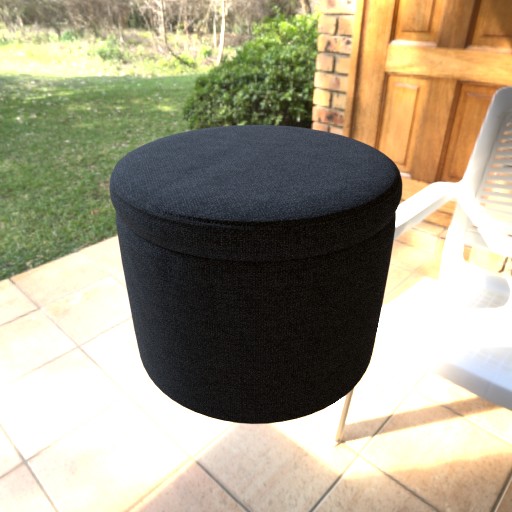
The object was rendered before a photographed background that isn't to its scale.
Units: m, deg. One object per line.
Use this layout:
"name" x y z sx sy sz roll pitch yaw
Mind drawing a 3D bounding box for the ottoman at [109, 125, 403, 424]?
"ottoman" 0.000 0.000 0.903 0.520 0.430 0.520 0 31 0
